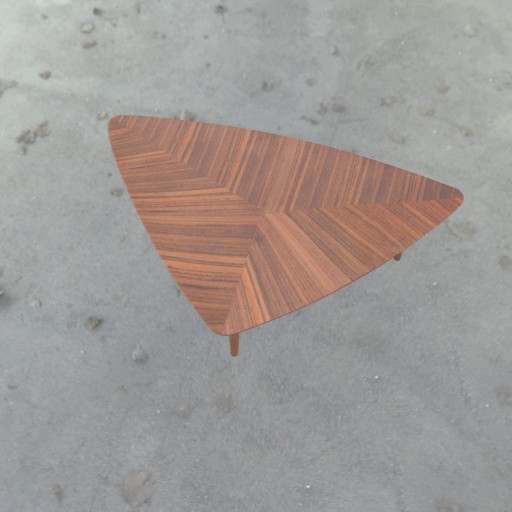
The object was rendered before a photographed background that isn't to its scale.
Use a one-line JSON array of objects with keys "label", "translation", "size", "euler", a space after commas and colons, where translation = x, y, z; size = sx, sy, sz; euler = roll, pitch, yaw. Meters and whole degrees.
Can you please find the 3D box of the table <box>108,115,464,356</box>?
[{"label": "table", "translation": [0.000, 0.000, 1.287], "size": [1.008, 0.365, 0.601], "euler": [14, 64, 7]}]
